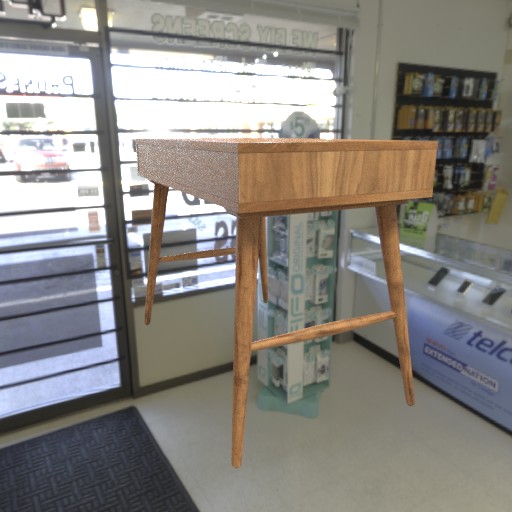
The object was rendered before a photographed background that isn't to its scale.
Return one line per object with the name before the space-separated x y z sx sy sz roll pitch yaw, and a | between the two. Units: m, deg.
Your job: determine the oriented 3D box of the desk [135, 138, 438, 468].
desk | 0.000 0.000 1.490 0.588 0.758 0.949 -8 17 -25
